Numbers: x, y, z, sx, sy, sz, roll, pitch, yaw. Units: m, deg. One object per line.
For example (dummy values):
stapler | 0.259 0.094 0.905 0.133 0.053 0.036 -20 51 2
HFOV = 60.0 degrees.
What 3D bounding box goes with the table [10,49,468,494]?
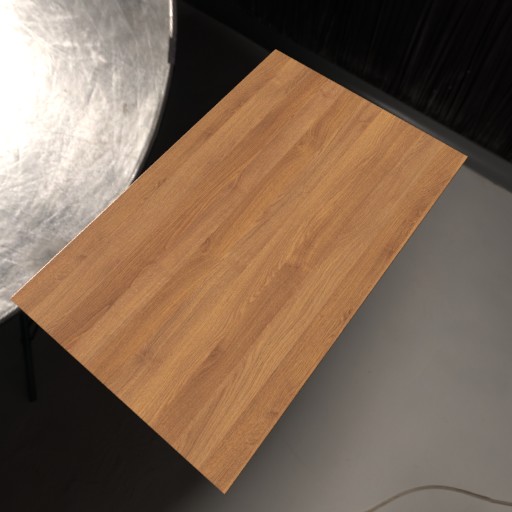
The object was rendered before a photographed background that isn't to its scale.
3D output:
table | 0.000 0.000 1.397 0.700 0.442 1.100 36 71 15
